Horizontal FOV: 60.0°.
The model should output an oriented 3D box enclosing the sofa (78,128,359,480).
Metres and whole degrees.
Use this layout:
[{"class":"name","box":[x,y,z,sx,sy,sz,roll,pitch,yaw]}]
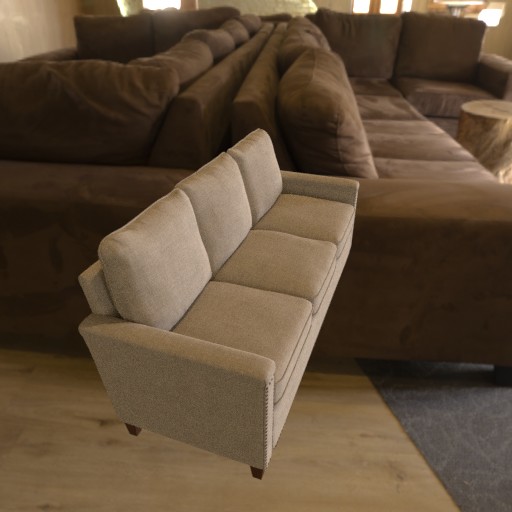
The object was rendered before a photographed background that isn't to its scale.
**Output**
[{"class":"sofa","box":[0.000,0.000,2.429,0.828,0.959,1.925,11,32,17]}]
